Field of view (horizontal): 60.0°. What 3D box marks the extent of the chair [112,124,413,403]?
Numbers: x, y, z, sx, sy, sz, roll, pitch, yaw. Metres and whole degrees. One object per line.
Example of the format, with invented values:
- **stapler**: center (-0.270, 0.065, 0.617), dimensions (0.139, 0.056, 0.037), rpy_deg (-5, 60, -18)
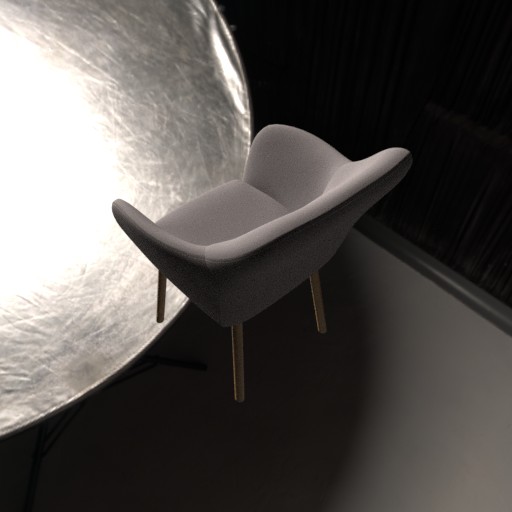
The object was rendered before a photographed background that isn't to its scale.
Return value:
- **chair**: center (0.000, 0.000, 1.252), dimensions (0.570, 0.830, 0.590), rpy_deg (-33, 56, -27)
